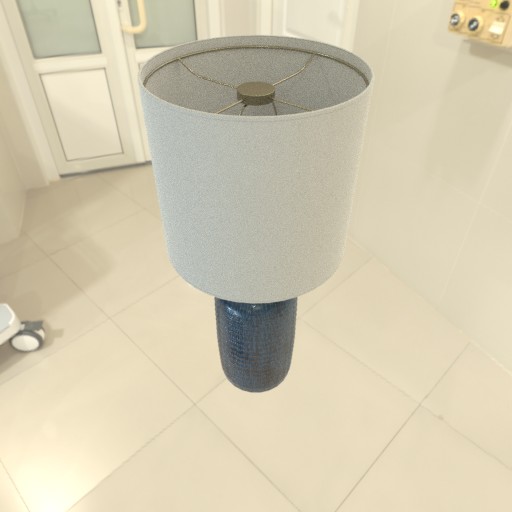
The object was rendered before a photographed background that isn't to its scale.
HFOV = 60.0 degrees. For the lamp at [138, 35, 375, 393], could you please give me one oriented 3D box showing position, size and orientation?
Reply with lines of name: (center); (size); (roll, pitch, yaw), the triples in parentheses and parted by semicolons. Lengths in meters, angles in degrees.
lamp: (0.000, 0.000, 0.577); (0.220, 0.475, 0.220); (-27, 48, -28)
